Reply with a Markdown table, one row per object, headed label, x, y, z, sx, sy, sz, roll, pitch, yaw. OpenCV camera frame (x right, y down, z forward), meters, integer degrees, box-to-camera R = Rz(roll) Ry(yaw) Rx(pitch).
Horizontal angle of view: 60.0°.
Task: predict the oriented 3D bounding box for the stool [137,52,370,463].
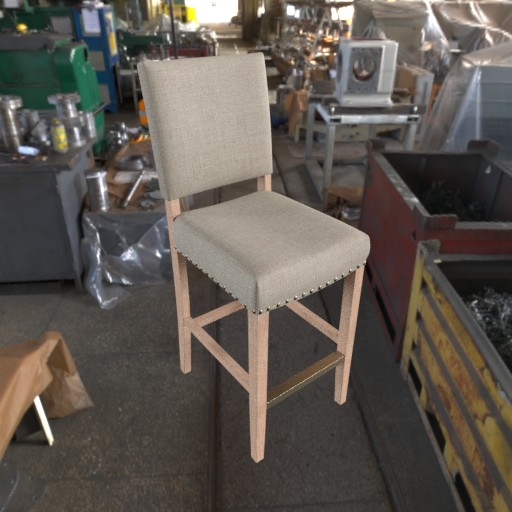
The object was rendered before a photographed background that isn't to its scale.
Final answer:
| label | x | y | z | sx | sy | sz | roll | pitch | yaw |
| --- | --- | --- | --- | --- | --- | --- | --- | --- | --- |
| stool | 0.000 | 0.000 | 1.471 | 0.445 | 1.173 | 0.585 | -21 | 36 | -32 |
